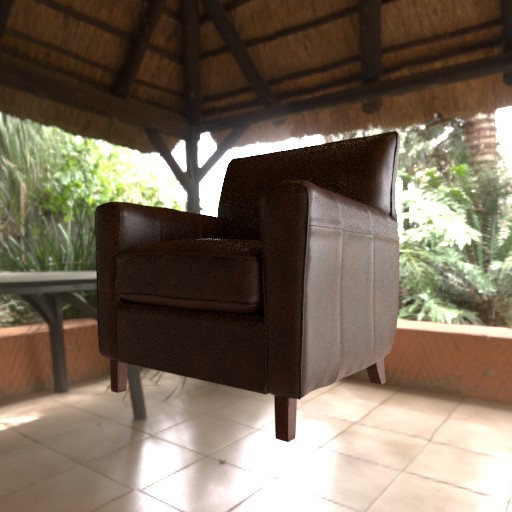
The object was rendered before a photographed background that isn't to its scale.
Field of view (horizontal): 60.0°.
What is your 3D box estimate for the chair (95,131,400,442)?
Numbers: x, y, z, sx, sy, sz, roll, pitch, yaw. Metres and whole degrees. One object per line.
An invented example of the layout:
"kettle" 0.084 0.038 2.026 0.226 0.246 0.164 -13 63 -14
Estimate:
"chair" 0.000 0.000 1.613 0.870 0.943 0.823 0 0 36
